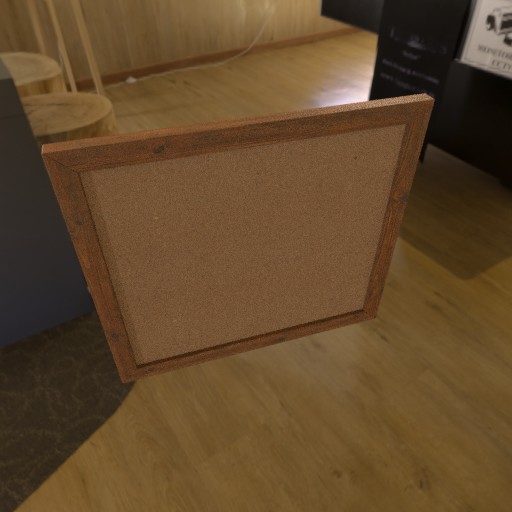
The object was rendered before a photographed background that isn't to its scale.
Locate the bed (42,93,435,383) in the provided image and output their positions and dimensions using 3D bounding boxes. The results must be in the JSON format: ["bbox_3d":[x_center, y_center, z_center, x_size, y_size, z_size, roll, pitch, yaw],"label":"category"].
[{"bbox_3d":[0.000,0.000,1.461,1.046,0.942,0.046,-12,43,-13],"label":"bed"}]
